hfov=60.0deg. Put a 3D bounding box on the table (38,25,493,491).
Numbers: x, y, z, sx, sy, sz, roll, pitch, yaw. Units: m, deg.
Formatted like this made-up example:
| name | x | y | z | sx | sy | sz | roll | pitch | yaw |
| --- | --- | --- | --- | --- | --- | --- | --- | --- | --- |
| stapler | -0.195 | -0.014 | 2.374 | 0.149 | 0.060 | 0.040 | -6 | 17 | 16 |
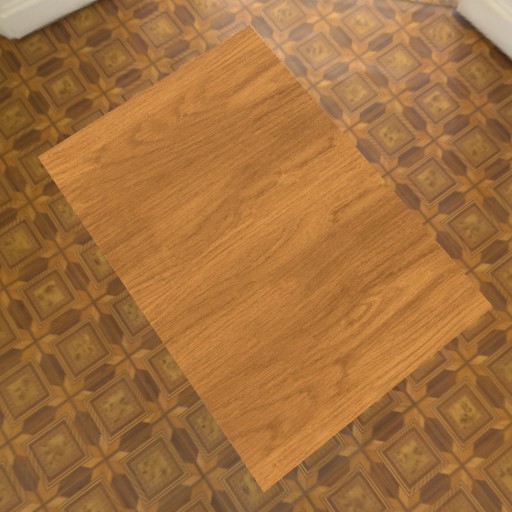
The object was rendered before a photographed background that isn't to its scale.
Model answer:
| name | x | y | z | sx | sy | sz | roll | pitch | yaw |
| --- | --- | --- | --- | --- | --- | --- | --- | --- | --- |
| table | 0.000 | 0.000 | 1.832 | 0.900 | 0.770 | 1.300 | -36 | 79 | -8 |
